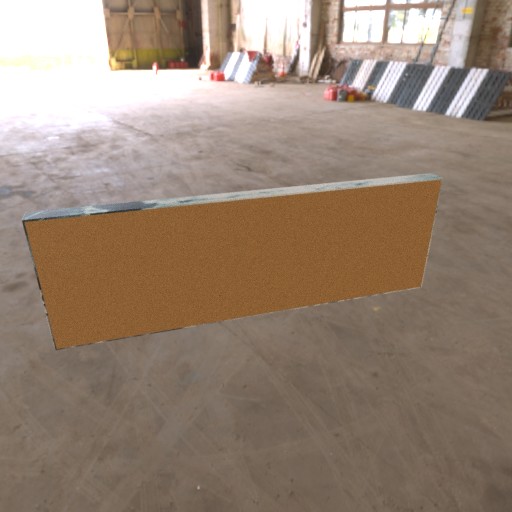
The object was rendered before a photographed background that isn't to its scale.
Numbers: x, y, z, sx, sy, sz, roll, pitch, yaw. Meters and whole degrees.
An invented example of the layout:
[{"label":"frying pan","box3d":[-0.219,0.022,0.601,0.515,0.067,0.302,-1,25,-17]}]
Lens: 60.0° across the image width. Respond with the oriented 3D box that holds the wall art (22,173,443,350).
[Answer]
[{"label":"wall art","box3d":[0.000,0.000,0.847,0.759,0.251,0.037,-8,28,-15]}]
